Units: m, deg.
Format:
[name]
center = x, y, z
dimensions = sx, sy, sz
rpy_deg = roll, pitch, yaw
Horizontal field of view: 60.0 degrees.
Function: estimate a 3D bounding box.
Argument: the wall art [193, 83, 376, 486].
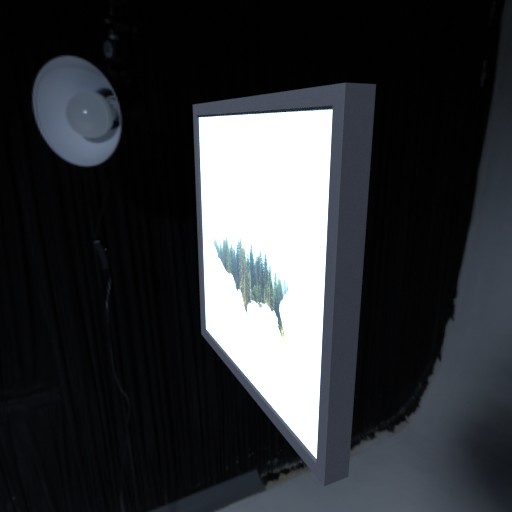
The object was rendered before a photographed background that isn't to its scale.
[wall art]
center = 0.000, 0.000, 0.755
dimensions = 0.040, 0.509, 0.509
rpy_deg = -8, 18, -25
